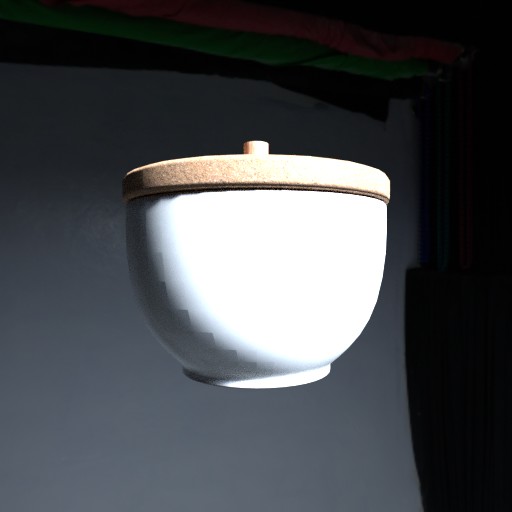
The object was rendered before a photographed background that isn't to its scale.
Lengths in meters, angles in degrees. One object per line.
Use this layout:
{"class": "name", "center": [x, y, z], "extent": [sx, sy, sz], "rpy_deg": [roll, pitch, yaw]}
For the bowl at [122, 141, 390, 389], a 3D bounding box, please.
{"class": "bowl", "center": [0.000, 0.000, 0.218], "extent": [0.126, 0.110, 0.126], "rpy_deg": [0, 0, 0]}
